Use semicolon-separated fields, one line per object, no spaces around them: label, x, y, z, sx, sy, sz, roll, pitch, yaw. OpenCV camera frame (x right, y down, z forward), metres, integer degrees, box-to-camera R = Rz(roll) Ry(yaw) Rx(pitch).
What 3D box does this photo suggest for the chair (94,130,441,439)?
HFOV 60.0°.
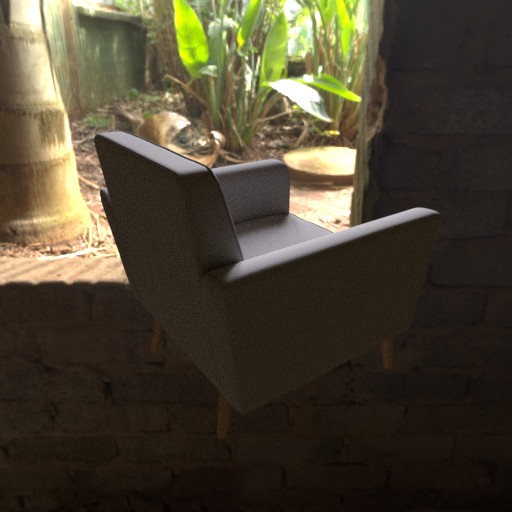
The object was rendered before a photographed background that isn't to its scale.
chair;0.000;0.000;1.410;0.750;0.780;0.780;-17;31;-31
